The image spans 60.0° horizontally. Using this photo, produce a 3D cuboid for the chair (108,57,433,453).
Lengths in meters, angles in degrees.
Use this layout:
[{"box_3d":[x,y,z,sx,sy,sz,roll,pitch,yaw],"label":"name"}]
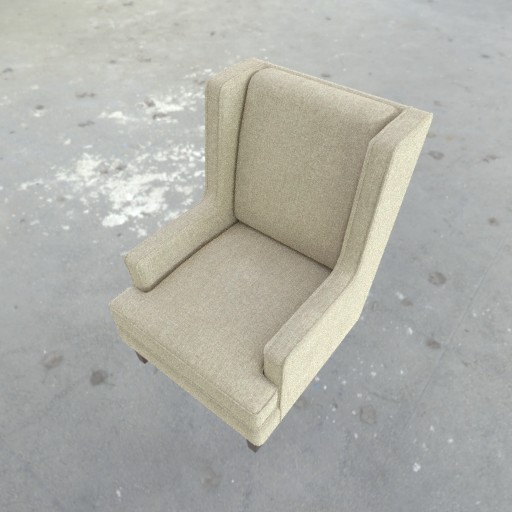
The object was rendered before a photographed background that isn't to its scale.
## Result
[{"box_3d":[0.000,0.000,1.731,0.764,1.082,0.948,29,52,26],"label":"chair"}]
